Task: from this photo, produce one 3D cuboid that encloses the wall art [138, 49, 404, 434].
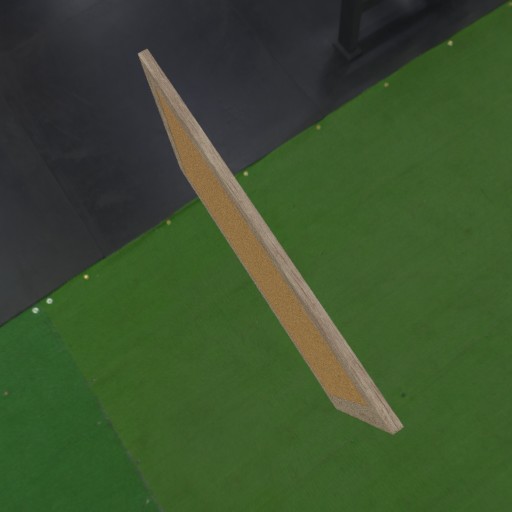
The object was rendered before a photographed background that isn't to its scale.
[{"bbox_3d":[0.000,0.000,0.967,0.021,0.480,0.780,-32,78,-8],"label":"wall art"}]
